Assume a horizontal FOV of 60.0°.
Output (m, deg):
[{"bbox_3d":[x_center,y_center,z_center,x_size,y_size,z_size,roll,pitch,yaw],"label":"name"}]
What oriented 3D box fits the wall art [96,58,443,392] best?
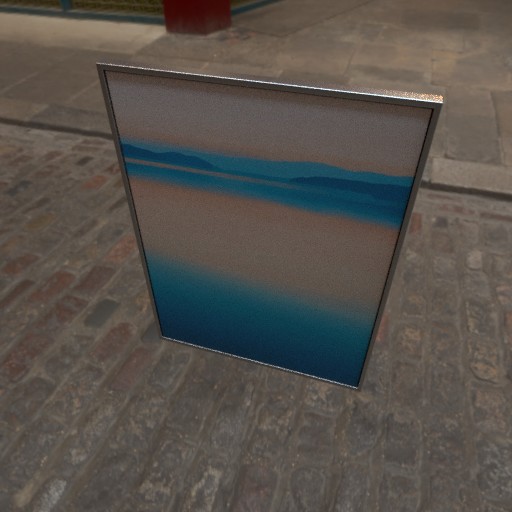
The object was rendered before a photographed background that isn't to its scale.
[{"bbox_3d":[0.000,0.000,1.343,0.801,1.062,0.037,12,43,13],"label":"wall art"}]
